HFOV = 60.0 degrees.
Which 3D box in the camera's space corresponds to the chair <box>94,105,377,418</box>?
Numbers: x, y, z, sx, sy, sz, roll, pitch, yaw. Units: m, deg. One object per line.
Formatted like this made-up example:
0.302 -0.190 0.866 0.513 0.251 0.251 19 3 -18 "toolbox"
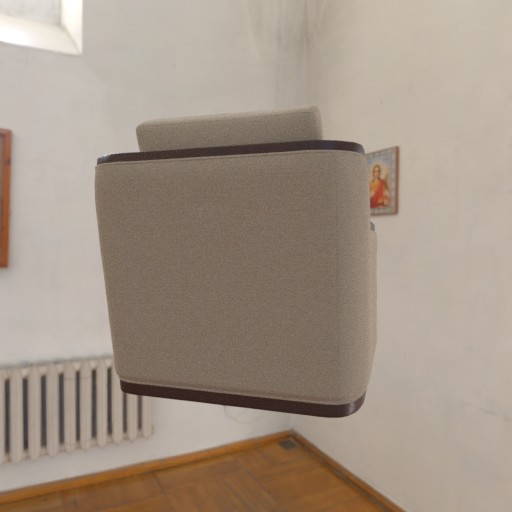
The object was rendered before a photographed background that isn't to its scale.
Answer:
0.000 0.000 1.683 0.870 0.930 0.950 1 2 17 "chair"
